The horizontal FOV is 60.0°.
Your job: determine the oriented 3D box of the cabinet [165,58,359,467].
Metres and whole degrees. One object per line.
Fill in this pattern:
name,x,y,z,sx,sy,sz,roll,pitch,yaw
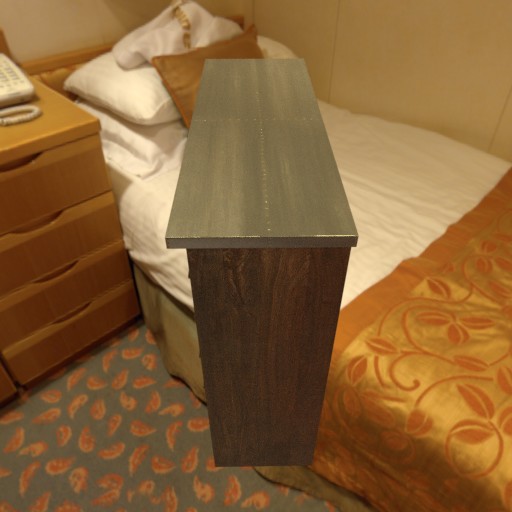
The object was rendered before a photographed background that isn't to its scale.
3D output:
cabinet,0.000,0.000,1.423,0.338,0.919,0.968,-1,41,-1
